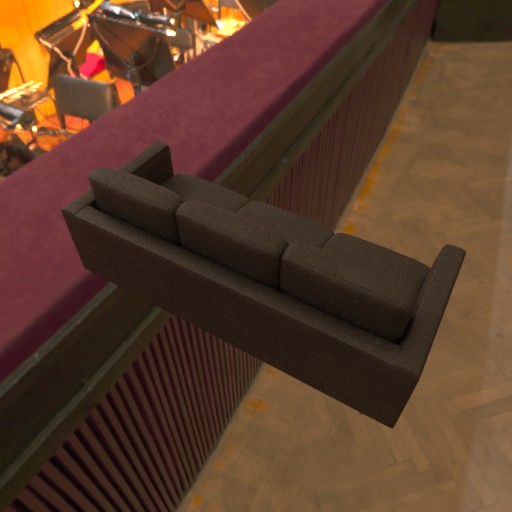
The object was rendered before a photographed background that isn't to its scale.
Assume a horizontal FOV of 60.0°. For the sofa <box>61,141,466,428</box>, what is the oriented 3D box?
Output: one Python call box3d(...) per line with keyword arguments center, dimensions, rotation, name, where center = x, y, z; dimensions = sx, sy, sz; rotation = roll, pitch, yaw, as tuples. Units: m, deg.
box3d(center=(0.000, 0.000, 2.535), dimensions=(2.029, 0.899, 0.879), rotation=(23, 50, 21), name="sofa")
